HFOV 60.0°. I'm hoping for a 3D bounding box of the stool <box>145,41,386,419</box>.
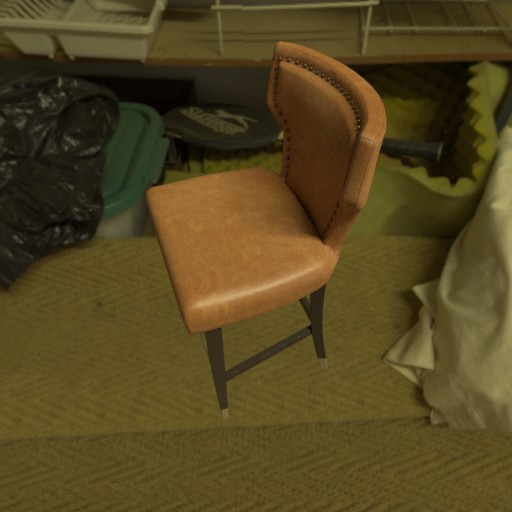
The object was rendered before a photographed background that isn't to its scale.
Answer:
[{"bbox_3d":[0.000,0.000,1.400,0.563,1.092,0.526,-15,50,-14],"label":"stool"}]
